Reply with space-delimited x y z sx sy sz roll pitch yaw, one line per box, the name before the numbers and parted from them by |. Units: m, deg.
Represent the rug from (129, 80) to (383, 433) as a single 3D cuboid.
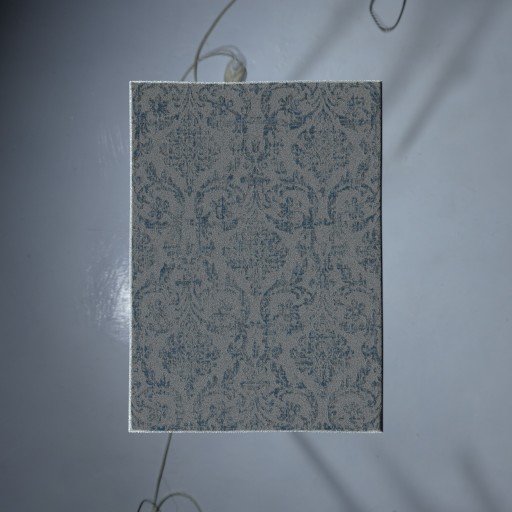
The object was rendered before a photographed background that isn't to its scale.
rug | 0.000 0.000 2.771 1.586 0.014 2.197 0 89 0
